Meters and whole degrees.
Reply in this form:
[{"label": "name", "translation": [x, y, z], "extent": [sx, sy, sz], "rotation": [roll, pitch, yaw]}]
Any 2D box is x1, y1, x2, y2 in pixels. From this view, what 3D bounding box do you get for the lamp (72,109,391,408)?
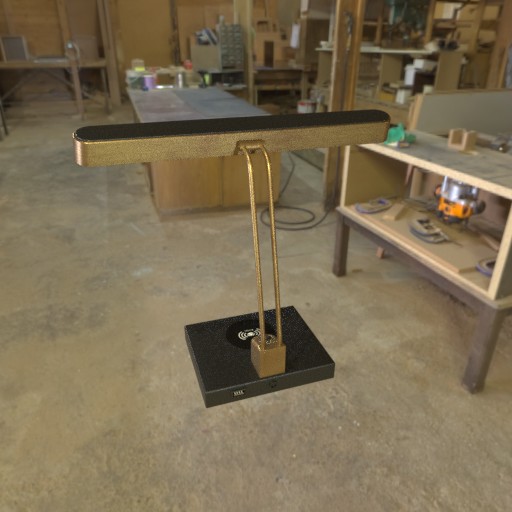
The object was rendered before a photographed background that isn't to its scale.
[{"label": "lamp", "translation": [0.000, 0.000, 0.591], "extent": [0.412, 0.345, 0.156], "rotation": [-8, 28, -16]}]
